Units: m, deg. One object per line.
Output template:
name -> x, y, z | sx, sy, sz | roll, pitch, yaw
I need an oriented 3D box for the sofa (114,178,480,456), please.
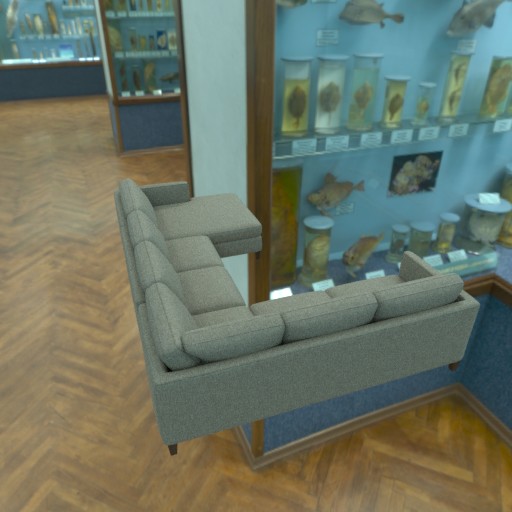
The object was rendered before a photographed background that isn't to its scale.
sofa -> 0.000, 0.000, 4.550 | 2.551, 0.889, 3.403 | -10, 32, -17
